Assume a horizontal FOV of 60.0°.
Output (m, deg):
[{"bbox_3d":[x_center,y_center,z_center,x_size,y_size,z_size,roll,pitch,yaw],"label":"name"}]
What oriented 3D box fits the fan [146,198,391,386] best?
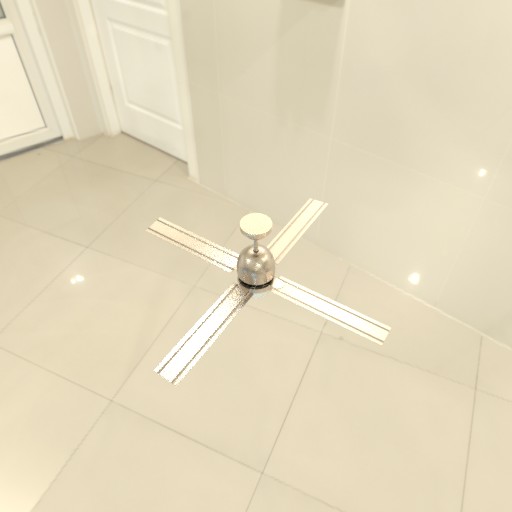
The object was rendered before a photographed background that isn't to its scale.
[{"bbox_3d":[0.000,0.000,2.080,1.346,0.406,1.346,24,50,21],"label":"fan"}]
